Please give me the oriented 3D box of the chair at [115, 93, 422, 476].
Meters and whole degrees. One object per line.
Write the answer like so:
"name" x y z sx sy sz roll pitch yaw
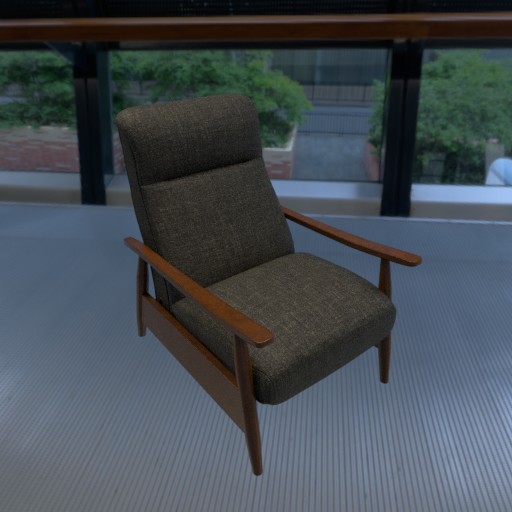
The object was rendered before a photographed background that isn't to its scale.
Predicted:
"chair" 0.000 0.000 1.794 0.762 1.082 1.014 -21 36 -32
